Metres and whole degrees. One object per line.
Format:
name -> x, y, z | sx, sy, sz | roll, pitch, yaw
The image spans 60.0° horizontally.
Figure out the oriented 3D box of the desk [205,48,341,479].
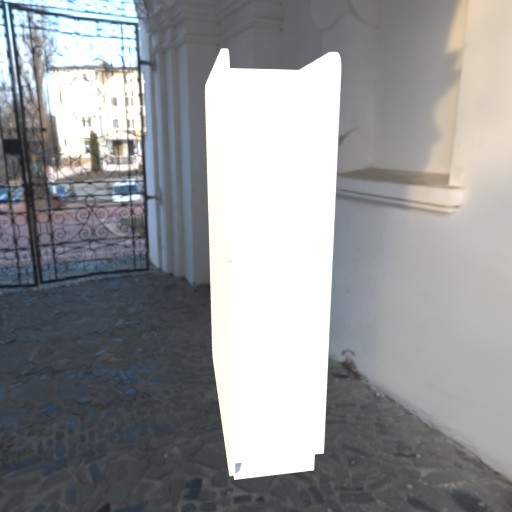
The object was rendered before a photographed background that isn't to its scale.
desk -> 0.000, 0.000, 1.534 | 0.278, 1.190, 0.795 | -2, 15, -9
